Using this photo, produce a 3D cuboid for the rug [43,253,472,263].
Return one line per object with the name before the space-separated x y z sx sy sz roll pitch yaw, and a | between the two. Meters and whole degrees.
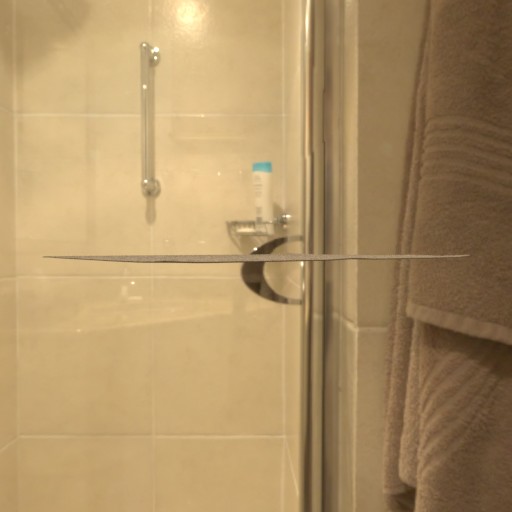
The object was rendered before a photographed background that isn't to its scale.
rug | 0.000 0.000 3.860 2.925 0.026 2.343 -1 1 -38
